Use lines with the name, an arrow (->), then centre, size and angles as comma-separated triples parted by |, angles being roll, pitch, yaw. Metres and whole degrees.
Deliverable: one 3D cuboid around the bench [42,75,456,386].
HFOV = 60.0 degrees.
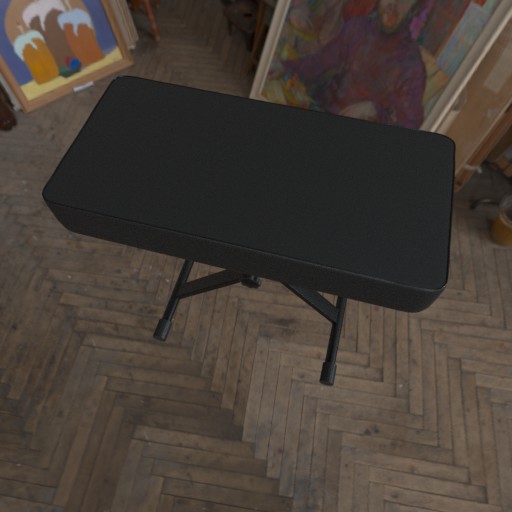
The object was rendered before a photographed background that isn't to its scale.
bench -> 0.000, 0.000, 0.931 | 0.600, 0.561, 0.300 | 13, 61, 7
